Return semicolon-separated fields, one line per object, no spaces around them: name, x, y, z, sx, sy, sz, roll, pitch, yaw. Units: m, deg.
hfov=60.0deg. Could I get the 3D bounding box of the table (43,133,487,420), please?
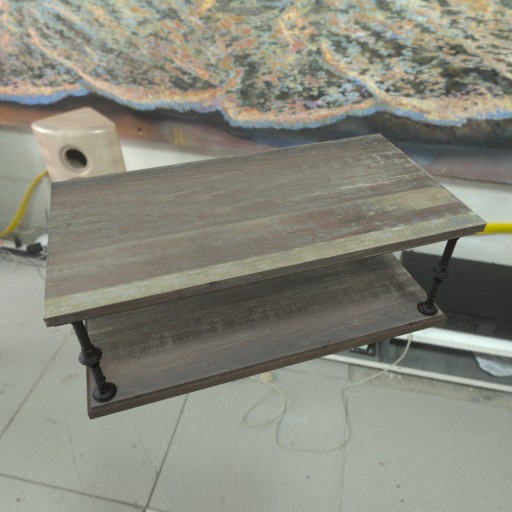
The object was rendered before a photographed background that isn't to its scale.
table;0.000;0.000;1.359;1.088;0.399;0.554;-12;42;-13
